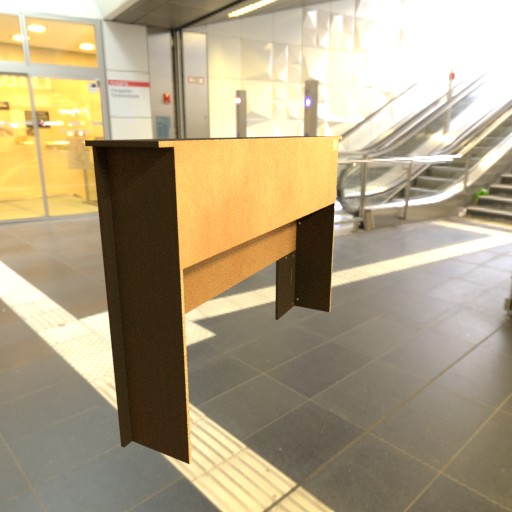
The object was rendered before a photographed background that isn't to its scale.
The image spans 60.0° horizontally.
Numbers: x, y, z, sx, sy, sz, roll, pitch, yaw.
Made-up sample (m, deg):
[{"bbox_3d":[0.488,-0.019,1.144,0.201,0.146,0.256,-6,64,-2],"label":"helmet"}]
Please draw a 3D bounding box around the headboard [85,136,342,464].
[{"bbox_3d":[0.000,0.000,2.116,0.279,1.092,1.671,8,17,26],"label":"headboard"}]
